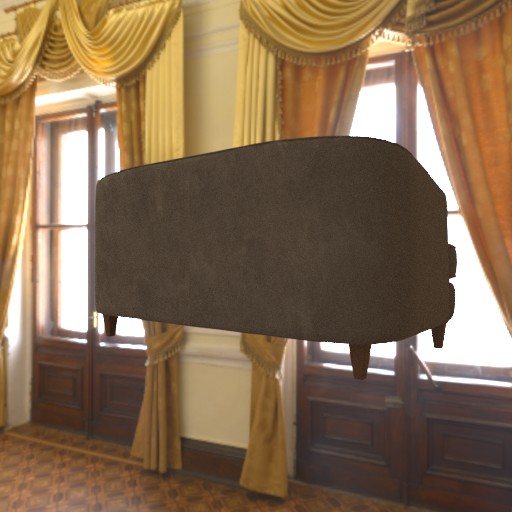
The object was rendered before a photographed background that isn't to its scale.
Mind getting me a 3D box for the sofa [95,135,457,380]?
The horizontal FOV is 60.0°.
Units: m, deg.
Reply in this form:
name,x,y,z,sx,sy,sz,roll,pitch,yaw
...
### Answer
name,x,y,z,sx,sy,sz,roll,pitch,yaw
sofa,0.000,0.000,2.241,1.733,0.855,0.941,0,0,36
